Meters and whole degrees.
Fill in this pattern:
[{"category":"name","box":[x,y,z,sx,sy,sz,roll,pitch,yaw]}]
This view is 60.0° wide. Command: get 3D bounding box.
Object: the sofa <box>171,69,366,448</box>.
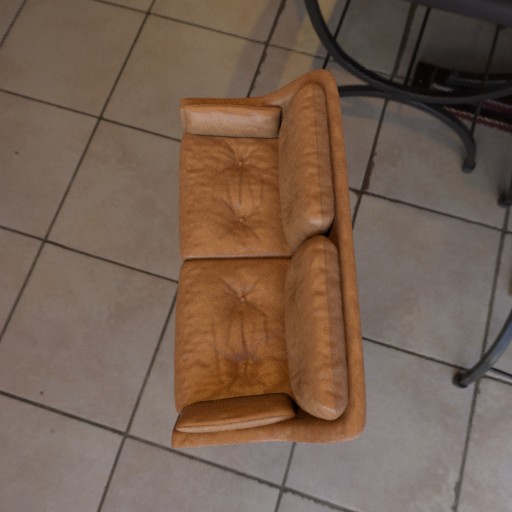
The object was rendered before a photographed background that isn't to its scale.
[{"category":"sofa","box":[0.000,0.000,2.415,0.904,0.839,1.902,-1,74,0]}]
